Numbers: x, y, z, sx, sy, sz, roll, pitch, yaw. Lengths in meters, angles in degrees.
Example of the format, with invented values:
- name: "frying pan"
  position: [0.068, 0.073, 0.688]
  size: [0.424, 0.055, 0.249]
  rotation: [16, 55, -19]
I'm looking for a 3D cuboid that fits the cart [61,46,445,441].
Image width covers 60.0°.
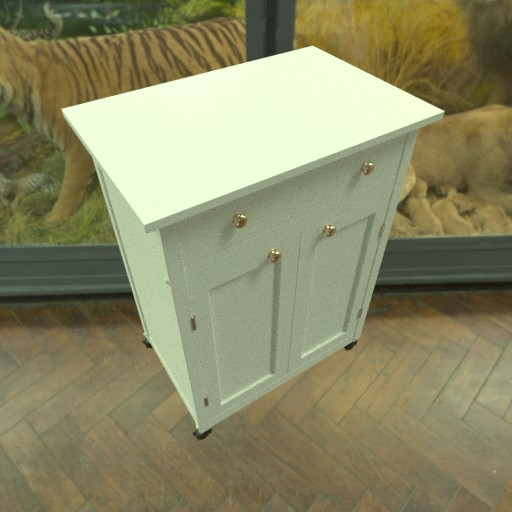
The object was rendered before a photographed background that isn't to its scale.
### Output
- name: "cart"
  position: [0.000, 0.000, 1.229]
  size: [0.683, 0.864, 0.442]
  rotation: [-24, 50, -23]
